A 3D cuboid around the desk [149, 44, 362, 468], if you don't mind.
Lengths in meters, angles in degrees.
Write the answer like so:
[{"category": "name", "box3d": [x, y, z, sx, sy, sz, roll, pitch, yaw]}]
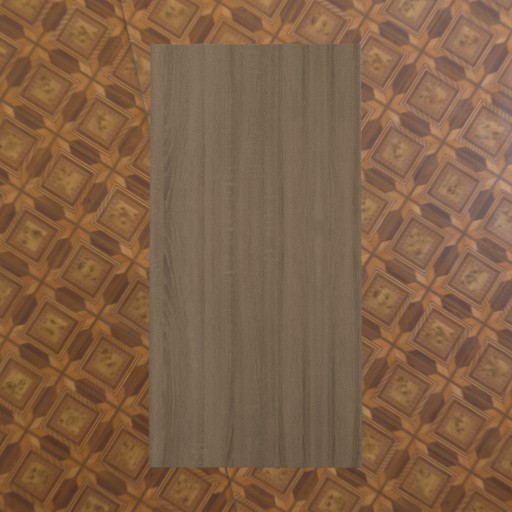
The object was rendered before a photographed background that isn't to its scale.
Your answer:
[{"category": "desk", "box3d": [0.000, 0.000, 1.815, 0.690, 0.745, 1.380, 0, 89, 0]}]
